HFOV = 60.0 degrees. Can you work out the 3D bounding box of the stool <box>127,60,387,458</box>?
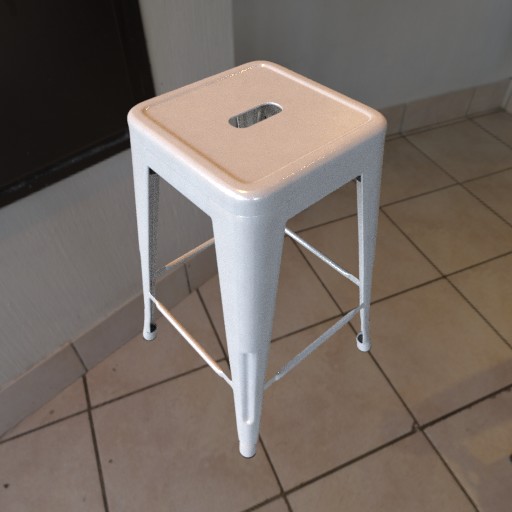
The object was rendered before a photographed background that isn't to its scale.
[{"bbox_3d":[0.000,0.000,0.871,0.406,0.610,0.406,-33,55,-27],"label":"stool"}]
